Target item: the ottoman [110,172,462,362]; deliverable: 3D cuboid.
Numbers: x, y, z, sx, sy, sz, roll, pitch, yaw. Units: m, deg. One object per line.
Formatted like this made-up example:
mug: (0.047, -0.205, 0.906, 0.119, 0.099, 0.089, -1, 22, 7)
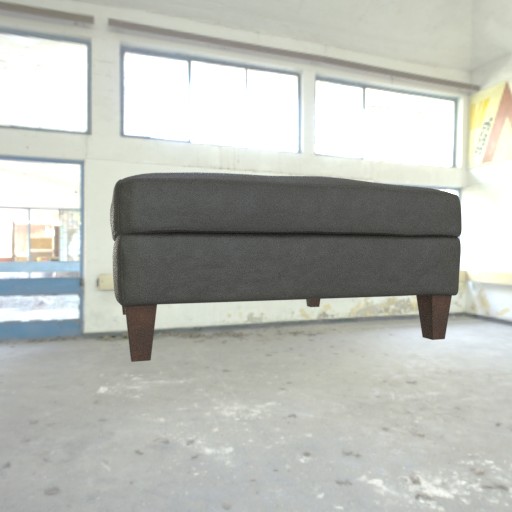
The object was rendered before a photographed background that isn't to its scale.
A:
ottoman: (0.000, 0.000, 1.350, 0.844, 0.415, 0.836, 0, 0, -18)
